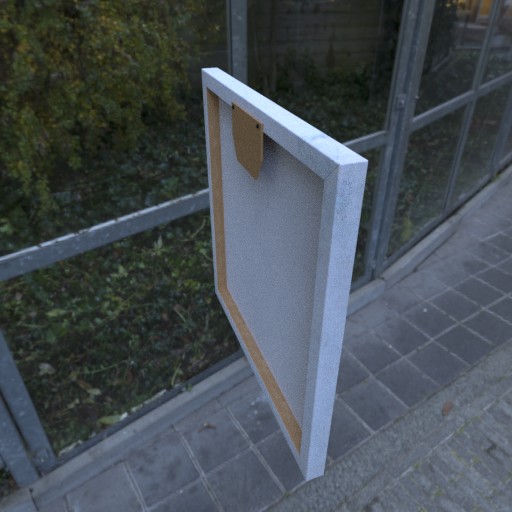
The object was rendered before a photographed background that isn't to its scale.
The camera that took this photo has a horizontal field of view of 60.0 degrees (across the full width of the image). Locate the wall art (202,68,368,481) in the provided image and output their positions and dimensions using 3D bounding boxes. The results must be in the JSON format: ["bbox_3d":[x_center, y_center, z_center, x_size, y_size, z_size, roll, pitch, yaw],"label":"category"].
[{"bbox_3d":[0.000,0.000,0.887,0.044,0.605,0.605,-11,34,-17],"label":"wall art"}]
